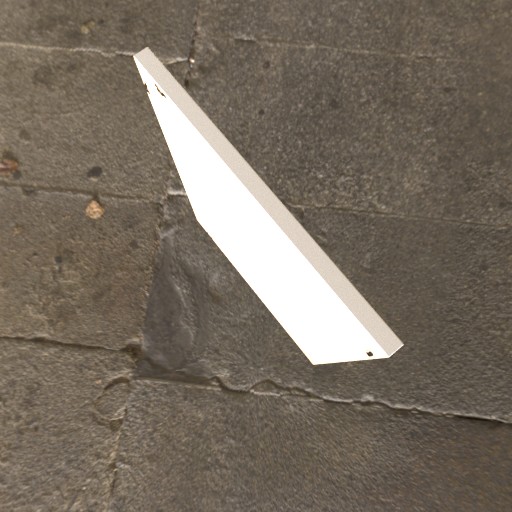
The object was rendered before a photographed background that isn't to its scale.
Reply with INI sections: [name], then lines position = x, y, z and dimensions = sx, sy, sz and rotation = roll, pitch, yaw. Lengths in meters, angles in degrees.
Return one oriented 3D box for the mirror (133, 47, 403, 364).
[mirror]
position = 0.000, 0.000, 1.319
dimensions = 0.040, 1.016, 0.762
rotation = -38, 79, -9
